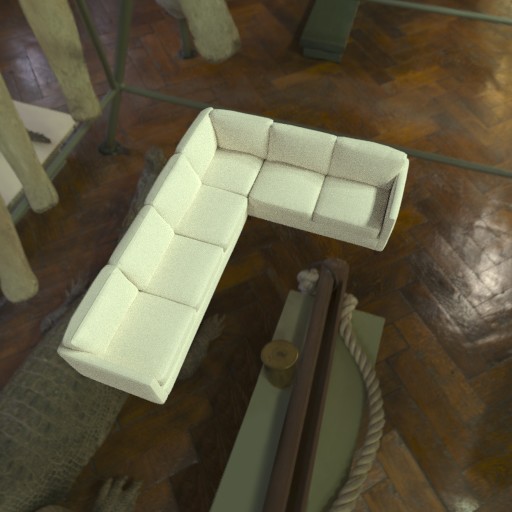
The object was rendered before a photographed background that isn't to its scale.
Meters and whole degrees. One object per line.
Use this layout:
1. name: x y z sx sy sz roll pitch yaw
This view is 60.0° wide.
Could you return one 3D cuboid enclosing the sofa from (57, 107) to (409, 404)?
1. sofa: 0.000 0.000 4.600 2.593 0.947 3.302 16 59 10
